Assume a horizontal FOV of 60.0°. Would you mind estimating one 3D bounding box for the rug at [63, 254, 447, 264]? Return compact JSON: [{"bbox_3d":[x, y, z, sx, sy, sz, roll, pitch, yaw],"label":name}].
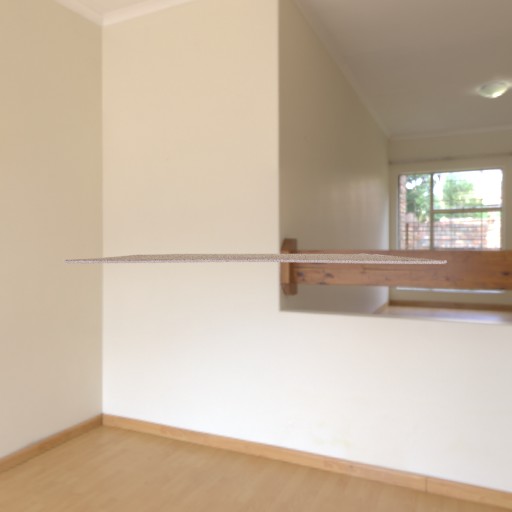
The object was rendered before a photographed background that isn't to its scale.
[{"bbox_3d":[0.000,0.000,2.219,1.154,0.021,1.792,0,1,0],"label":"rug"}]
